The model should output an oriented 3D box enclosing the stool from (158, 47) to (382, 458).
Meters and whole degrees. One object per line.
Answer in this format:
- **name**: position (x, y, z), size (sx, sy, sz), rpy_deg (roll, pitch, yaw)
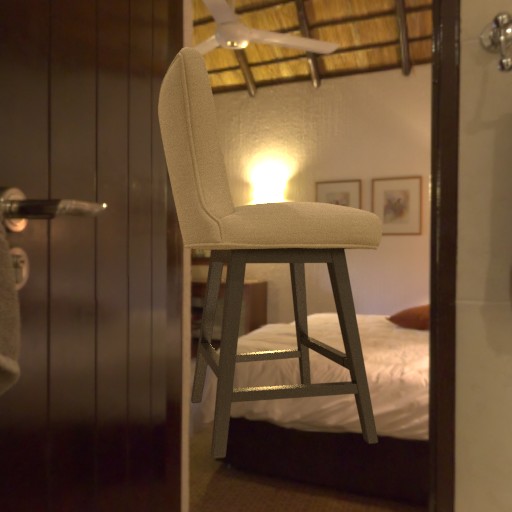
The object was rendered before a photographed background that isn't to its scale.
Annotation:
- **stool**: position (0.000, 0.000, 1.346), size (0.574, 1.000, 0.514), rpy_deg (0, 0, -15)
